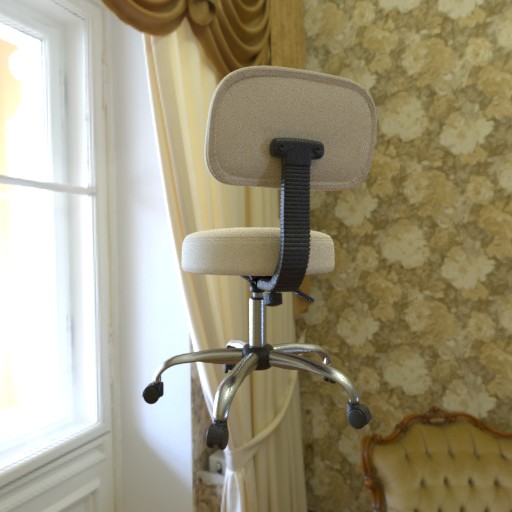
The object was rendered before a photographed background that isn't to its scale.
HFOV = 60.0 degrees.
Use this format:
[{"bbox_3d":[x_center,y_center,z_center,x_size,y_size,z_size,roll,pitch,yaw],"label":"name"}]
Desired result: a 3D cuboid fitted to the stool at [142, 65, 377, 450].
[{"bbox_3d":[0.000,0.000,1.233,0.609,0.810,0.616,0,1,-18],"label":"stool"}]
